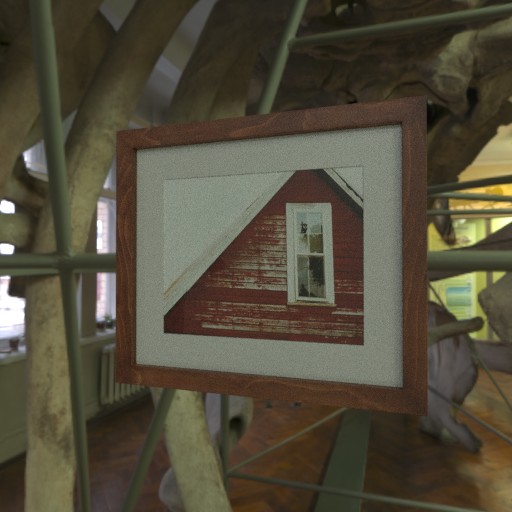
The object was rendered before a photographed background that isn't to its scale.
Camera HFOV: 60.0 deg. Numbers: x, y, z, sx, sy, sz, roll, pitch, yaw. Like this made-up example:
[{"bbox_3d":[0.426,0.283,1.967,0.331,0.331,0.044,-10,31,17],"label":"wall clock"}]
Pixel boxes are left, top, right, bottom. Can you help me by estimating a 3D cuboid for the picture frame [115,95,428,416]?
[{"bbox_3d":[0.000,0.000,0.530,0.381,0.330,0.025,0,-1,19],"label":"picture frame"}]
